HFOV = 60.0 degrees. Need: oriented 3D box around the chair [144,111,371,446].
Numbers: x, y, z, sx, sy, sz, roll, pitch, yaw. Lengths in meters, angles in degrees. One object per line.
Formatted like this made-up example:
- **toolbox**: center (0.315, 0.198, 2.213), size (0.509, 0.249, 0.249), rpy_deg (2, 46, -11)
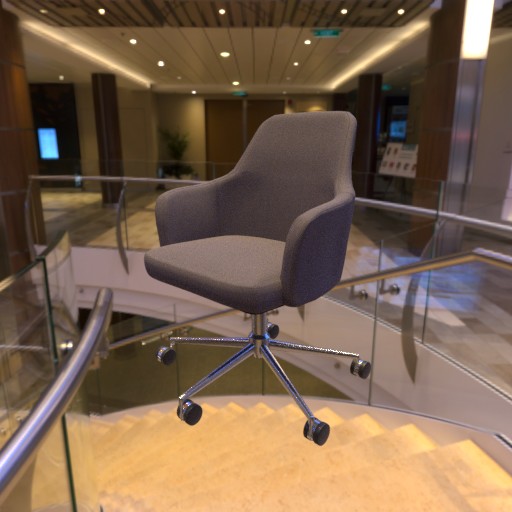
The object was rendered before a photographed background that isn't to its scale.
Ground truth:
- **chair**: center (0.000, 0.000, 1.289), size (0.655, 0.820, 0.600), rpy_deg (14, 20, 42)
